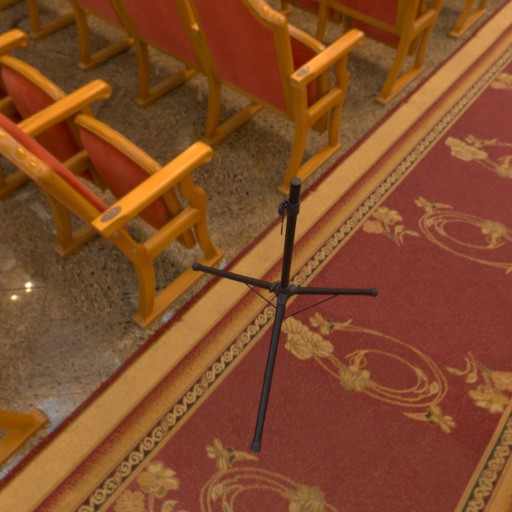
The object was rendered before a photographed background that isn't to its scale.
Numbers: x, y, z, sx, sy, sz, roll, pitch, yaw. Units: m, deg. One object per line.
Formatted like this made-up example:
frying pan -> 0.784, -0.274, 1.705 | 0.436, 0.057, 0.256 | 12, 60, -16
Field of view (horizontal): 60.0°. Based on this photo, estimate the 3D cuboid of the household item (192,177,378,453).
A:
household item -> 0.000, 0.000, 1.855 | 0.907, 1.136, 1.045 | 36, 64, 21
